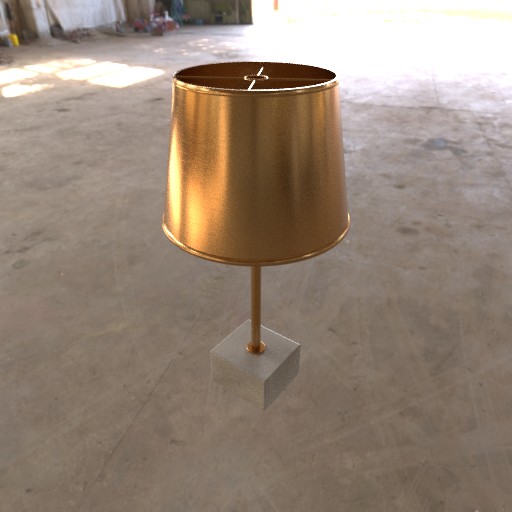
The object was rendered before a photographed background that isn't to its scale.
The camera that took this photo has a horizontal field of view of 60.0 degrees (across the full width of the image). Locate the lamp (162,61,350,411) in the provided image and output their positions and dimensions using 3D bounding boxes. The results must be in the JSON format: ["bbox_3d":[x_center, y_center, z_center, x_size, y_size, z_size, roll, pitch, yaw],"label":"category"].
[{"bbox_3d":[0.000,0.000,0.526,0.208,0.406,0.208,0,32,0],"label":"lamp"}]
